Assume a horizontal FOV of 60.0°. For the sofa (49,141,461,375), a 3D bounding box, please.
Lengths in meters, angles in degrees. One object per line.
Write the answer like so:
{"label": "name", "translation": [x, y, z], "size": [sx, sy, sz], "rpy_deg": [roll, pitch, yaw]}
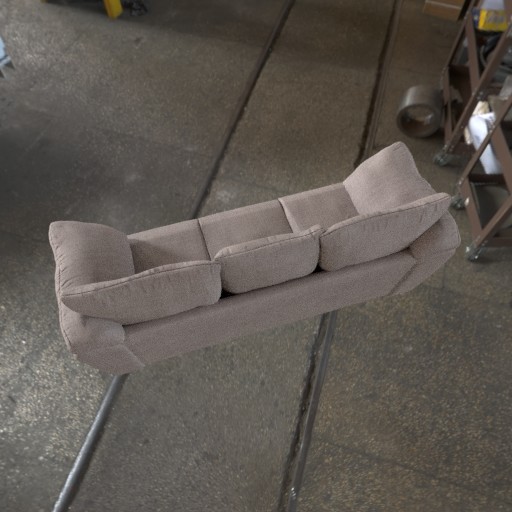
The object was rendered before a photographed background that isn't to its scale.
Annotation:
{"label": "sofa", "translation": [0.000, 0.000, 2.835], "size": [2.334, 0.996, 0.878], "rpy_deg": [-15, 60, -9]}
